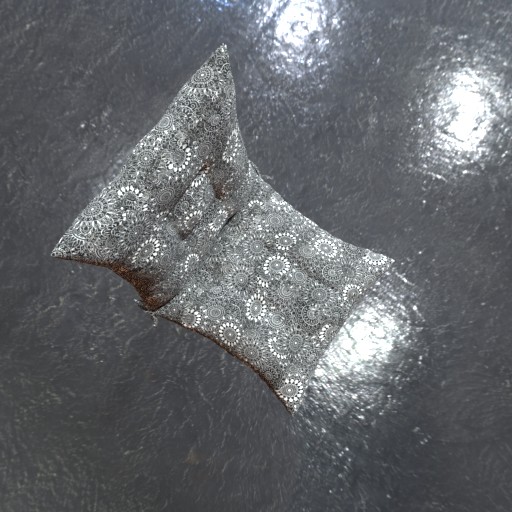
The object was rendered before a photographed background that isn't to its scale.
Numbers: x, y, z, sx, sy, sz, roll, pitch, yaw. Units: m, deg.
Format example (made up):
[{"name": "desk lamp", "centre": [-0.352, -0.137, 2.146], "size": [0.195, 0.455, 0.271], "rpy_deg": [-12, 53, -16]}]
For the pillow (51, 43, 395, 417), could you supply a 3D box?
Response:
[{"name": "pillow", "centre": [0.000, 0.000, 1.009], "size": [0.585, 0.536, 0.541], "rpy_deg": [34, 78, 8]}]
